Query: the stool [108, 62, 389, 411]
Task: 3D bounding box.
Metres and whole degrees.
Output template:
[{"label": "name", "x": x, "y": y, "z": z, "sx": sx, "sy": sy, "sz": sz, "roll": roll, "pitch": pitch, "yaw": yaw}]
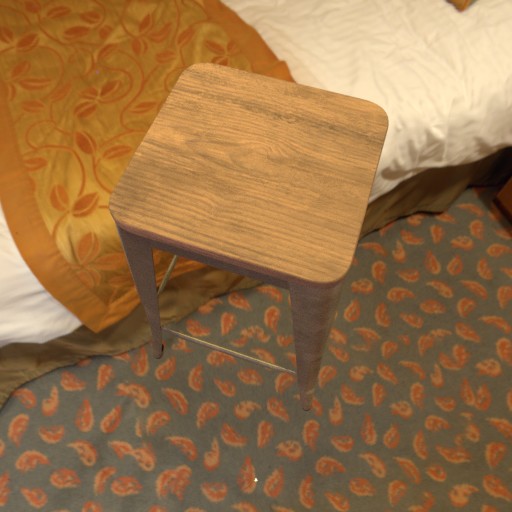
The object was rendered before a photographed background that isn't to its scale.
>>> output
[{"label": "stool", "x": 0.000, "y": 0.000, "z": 0.885, "sx": 0.407, "sy": 0.607, "sz": 0.407, "roll": 17, "pitch": 64, "yaw": 8}]
